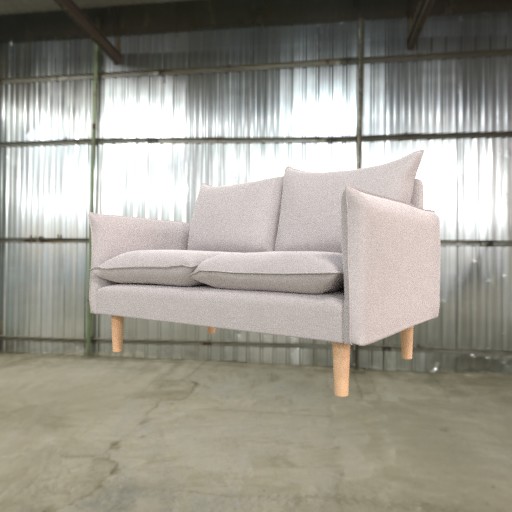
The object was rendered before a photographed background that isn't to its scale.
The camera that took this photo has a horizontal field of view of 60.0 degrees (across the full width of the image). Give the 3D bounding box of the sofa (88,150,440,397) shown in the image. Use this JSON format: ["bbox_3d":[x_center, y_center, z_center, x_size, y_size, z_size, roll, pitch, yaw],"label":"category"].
[{"bbox_3d":[0.000,0.000,1.876,1.300,0.840,0.820,0,-1,36],"label":"sofa"}]
